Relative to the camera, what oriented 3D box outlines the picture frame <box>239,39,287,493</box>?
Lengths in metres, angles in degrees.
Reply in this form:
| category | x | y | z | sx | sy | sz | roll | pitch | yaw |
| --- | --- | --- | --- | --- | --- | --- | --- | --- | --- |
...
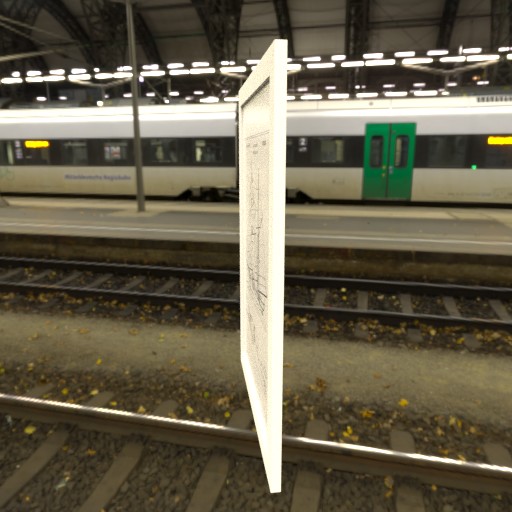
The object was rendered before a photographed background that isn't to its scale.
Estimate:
| category | x | y | z | sx | sy | sz | roll | pitch | yaw |
| --- | --- | --- | --- | --- | --- | --- | --- | --- | --- |
| picture frame | 0.000 | 0.000 | 0.593 | 0.011 | 0.459 | 0.326 | -2 | 13 | -7 |
